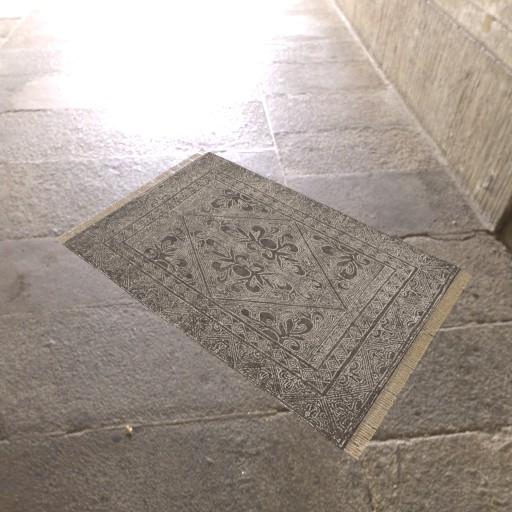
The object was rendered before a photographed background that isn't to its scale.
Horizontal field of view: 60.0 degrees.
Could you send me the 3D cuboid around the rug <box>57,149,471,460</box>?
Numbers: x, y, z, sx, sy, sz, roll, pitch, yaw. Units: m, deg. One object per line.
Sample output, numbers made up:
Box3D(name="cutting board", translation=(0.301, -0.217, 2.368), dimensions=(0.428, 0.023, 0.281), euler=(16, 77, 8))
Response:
Box3D(name="rug", translation=(0.000, 0.000, 3.038), dimensions=(2.440, 0.010, 1.529), euler=(30, 52, 26))
